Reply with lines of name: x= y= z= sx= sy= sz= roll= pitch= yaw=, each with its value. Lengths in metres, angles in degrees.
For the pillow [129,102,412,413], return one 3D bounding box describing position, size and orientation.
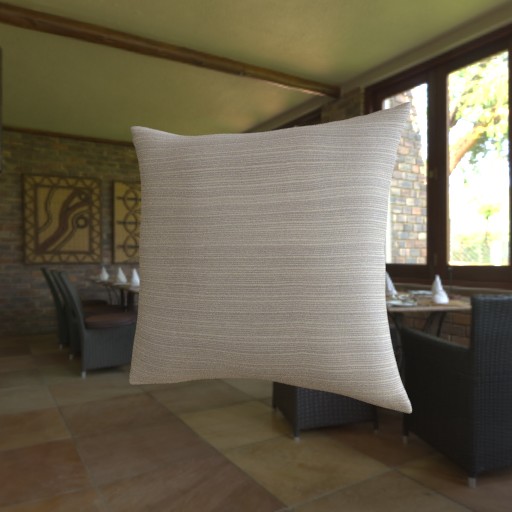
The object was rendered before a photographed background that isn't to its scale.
pillow: x=0.000 y=0.000 z=0.771 sx=0.512 sy=0.497 sz=0.204 roll=0 pitch=0 yaw=17
